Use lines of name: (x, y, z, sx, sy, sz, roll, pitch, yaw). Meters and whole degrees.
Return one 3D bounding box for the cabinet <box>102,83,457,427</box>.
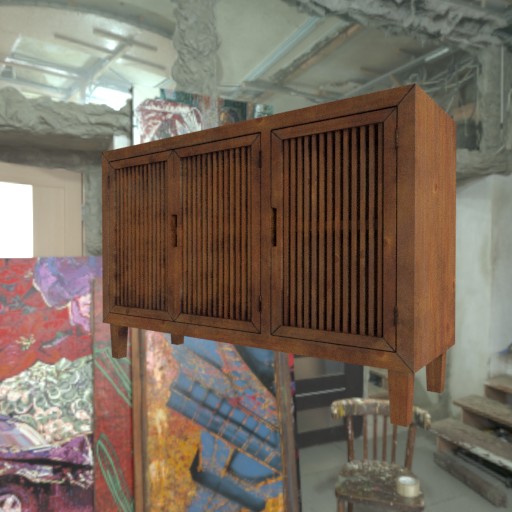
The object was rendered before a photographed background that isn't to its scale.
cabinet: (0.000, 0.000, 1.536, 1.204, 0.805, 0.403, 1, 1, 37)
